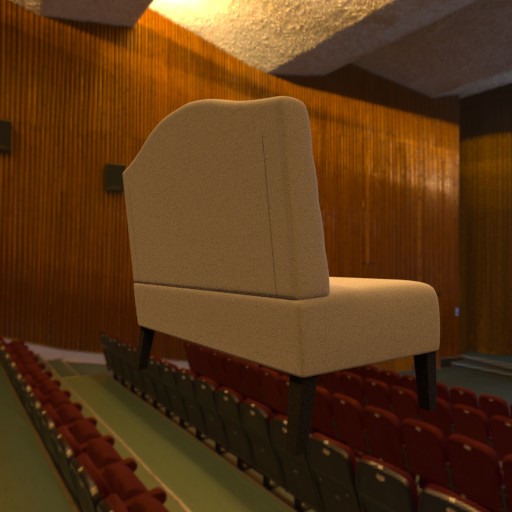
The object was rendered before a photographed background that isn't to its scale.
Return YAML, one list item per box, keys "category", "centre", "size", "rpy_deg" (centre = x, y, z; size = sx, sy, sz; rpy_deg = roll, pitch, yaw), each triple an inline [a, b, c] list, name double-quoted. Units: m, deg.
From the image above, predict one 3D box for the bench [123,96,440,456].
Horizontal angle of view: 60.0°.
- category: "bench"
  centre: [0.000, 0.000, 2.005]
  size: [0.815, 1.180, 1.335]
  rpy_deg: [1, -1, -35]
